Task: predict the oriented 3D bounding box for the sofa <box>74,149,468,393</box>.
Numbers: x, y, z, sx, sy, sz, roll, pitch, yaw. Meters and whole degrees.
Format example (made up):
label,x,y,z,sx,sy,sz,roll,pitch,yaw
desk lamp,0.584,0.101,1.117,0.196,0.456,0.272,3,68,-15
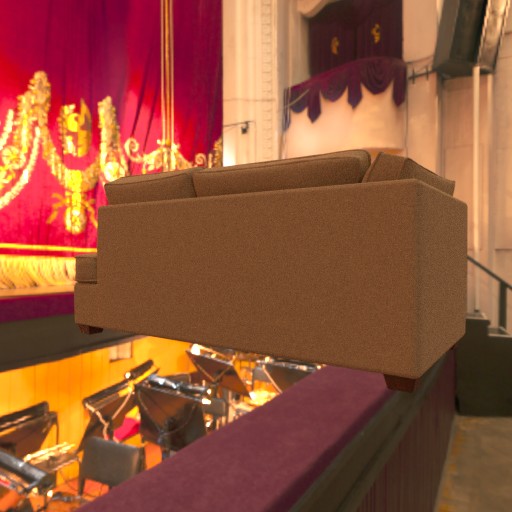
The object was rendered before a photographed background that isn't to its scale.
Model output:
label,x,y,z,sx,sy,sz,roll,pitch,yaw
sofa,0.000,0.000,2.742,2.237,1.033,1.110,1,1,35
